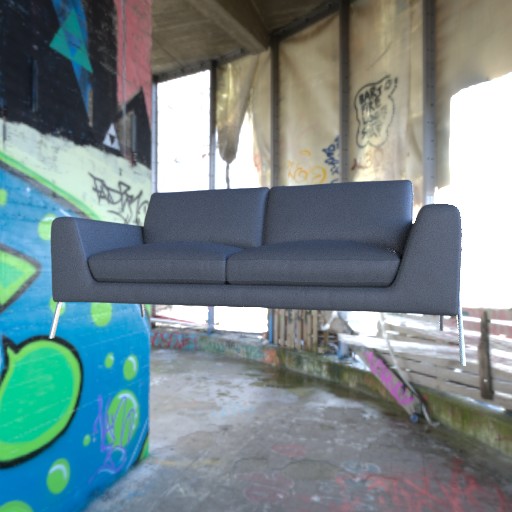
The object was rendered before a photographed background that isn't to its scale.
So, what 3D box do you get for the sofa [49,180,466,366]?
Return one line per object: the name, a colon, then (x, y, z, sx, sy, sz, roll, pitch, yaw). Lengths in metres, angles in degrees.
sofa: (0.000, 0.000, 2.483, 2.017, 0.875, 0.953, 0, 0, 18)
